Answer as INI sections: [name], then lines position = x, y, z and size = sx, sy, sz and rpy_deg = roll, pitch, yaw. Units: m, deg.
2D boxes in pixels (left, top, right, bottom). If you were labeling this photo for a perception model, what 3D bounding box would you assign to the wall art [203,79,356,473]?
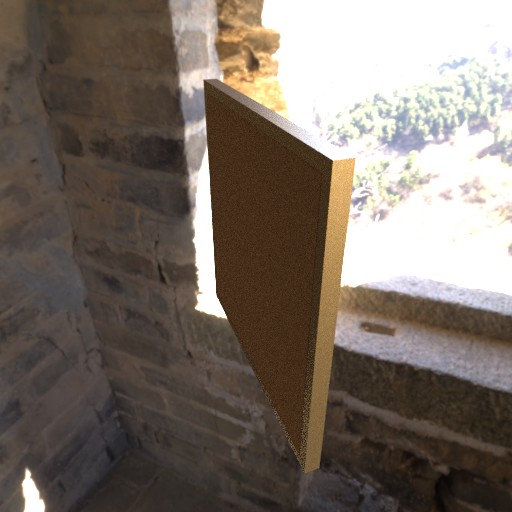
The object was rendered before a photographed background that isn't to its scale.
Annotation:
[wall art]
position = 0.000, 0.000, 2.946
size = 0.099, 1.926, 1.926
rpy_deg = -11, 32, -17
